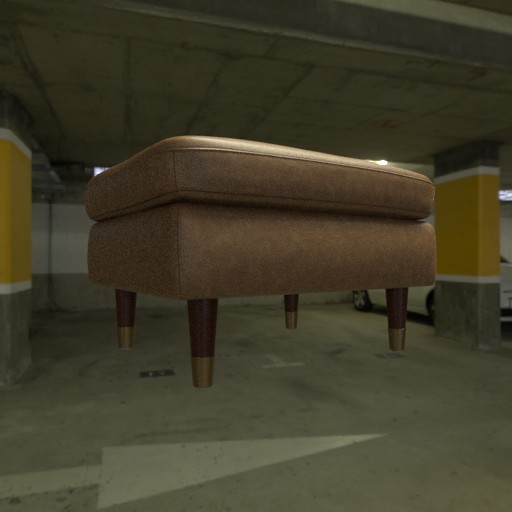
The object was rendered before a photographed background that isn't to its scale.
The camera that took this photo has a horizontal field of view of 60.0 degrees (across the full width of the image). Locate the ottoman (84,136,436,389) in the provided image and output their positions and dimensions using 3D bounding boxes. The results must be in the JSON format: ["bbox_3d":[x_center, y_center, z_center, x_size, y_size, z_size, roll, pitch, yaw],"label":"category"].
[{"bbox_3d":[0.000,0.000,1.125,0.747,0.478,0.593,0,0,-35],"label":"ottoman"}]
